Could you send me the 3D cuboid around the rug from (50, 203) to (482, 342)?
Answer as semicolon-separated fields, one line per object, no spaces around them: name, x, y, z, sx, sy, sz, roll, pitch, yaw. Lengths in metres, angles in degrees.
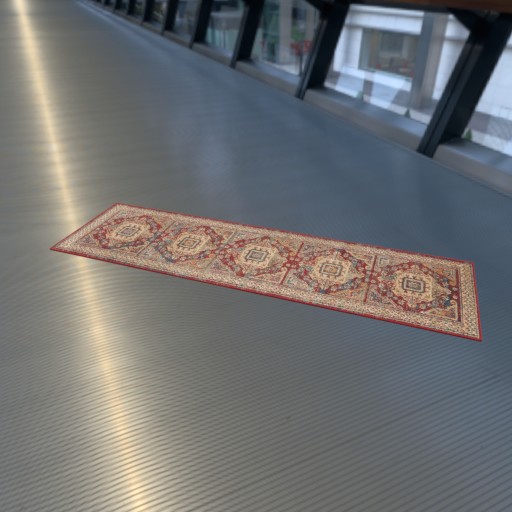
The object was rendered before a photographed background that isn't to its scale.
rug;0.000;0.000;2.489;2.292;0.015;0.659;11;33;17
